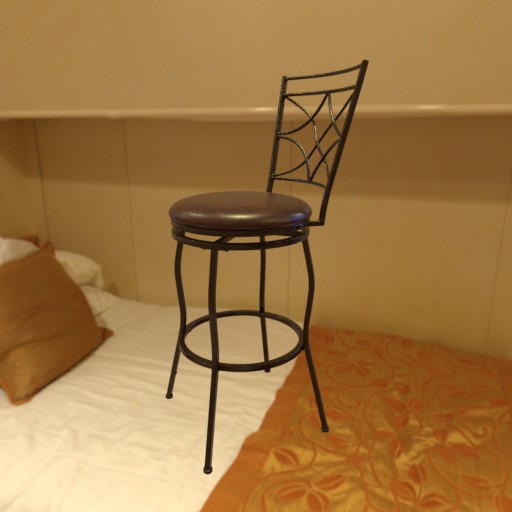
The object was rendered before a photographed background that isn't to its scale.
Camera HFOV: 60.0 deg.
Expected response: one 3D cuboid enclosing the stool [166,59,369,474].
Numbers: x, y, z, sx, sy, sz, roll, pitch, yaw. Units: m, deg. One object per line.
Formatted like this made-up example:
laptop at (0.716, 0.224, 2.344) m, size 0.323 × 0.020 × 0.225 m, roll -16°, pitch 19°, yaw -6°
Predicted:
stool at (0.000, 0.000, 1.399) m, size 0.534 × 1.117 × 0.434 m, roll -8°, pitch 18°, yaw -25°
